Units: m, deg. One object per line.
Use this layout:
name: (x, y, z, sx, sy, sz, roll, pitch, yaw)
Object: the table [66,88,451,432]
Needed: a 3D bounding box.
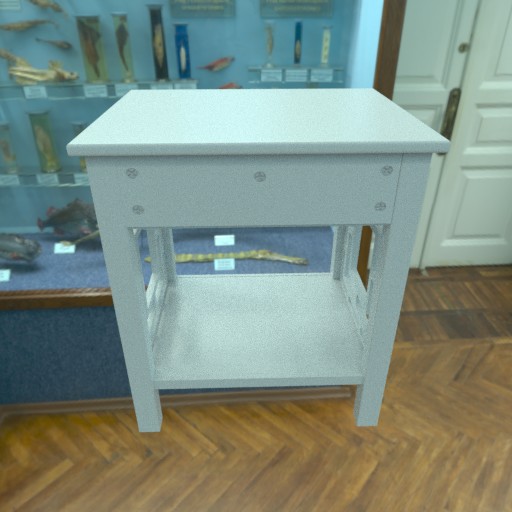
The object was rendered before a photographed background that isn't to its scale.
table: (0.000, 0.000, 1.004, 0.564, 0.646, 0.451, -1, 30, -2)
